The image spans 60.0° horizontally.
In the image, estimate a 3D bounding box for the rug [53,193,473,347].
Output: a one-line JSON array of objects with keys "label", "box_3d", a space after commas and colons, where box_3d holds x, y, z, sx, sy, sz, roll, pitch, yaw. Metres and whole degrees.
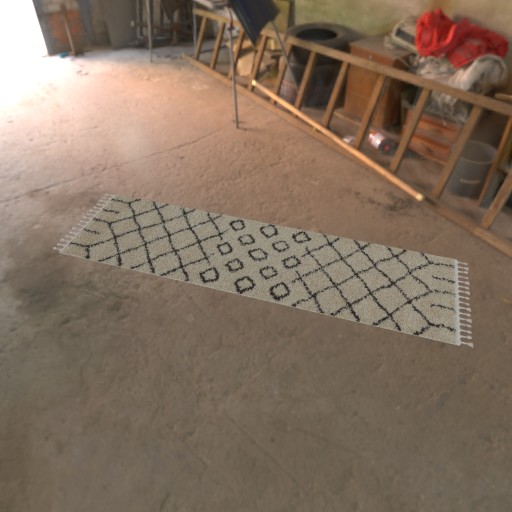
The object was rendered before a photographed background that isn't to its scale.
[{"label": "rug", "box_3d": [0.000, 0.000, 2.702, 2.464, 0.005, 0.660, 12, 44, 13]}]
